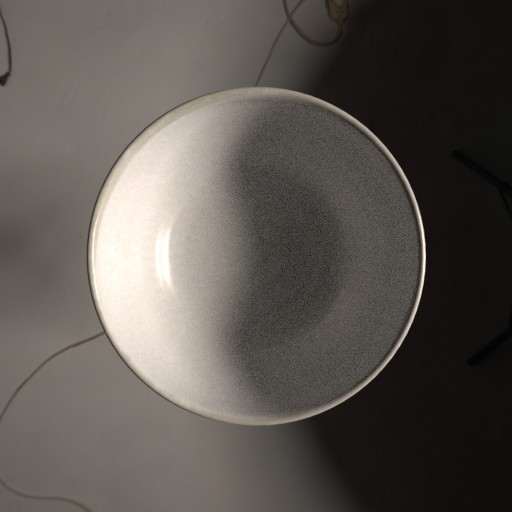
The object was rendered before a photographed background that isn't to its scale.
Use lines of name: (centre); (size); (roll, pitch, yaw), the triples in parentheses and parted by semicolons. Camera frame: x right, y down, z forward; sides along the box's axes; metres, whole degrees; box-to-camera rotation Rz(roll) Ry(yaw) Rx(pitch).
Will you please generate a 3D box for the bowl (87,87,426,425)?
bowl: (0.000, 0.000, 0.408); (0.268, 0.121, 0.268); (0, 91, 0)
